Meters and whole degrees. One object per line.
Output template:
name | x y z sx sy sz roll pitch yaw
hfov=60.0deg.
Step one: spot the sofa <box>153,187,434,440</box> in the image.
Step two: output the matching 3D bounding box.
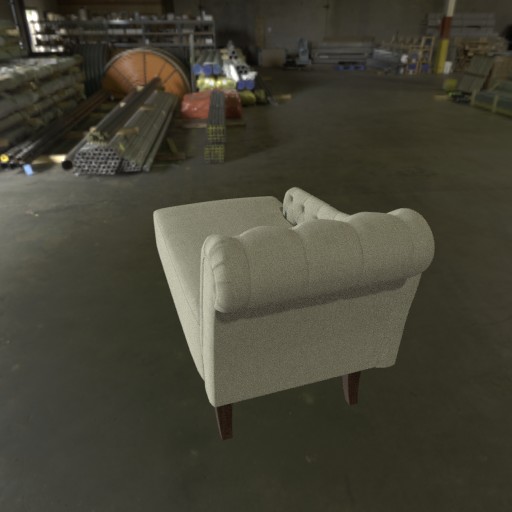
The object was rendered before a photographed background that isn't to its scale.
sofa | 0.000 0.000 1.809 0.675 0.787 1.379 -9 29 -16
